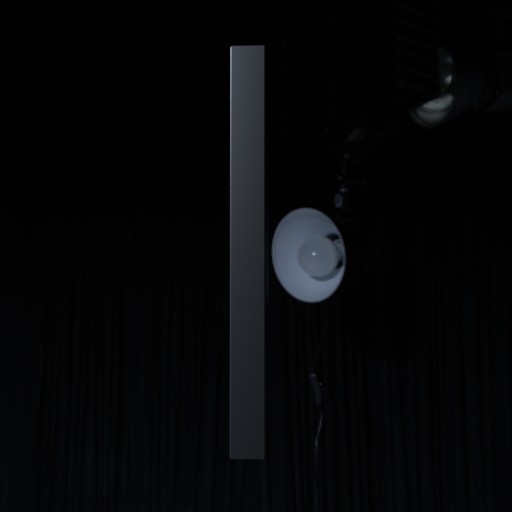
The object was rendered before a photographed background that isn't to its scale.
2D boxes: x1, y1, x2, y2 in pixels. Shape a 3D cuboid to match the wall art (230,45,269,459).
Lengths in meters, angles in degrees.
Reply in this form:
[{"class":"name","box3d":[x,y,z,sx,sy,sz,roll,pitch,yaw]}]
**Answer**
[{"class":"wall art","box3d":[0.000,0.000,0.543,0.028,0.330,0.380,0,-1,2]}]
